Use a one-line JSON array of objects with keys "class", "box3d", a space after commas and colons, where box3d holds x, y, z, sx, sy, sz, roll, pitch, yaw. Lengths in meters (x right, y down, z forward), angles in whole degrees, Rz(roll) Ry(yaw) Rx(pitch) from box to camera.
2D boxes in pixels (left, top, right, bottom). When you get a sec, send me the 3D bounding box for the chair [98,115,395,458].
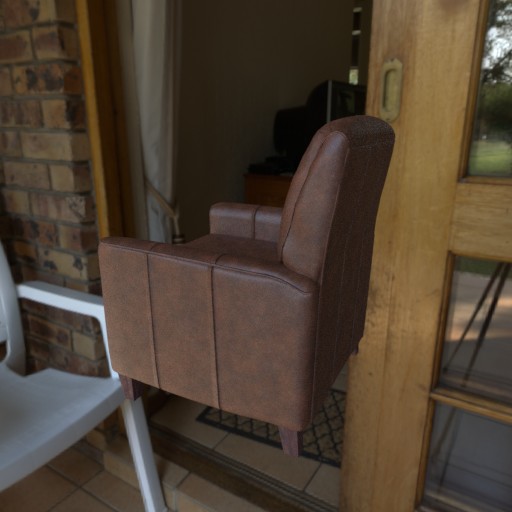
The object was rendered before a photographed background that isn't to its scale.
[{"class": "chair", "box3d": [0.000, 0.000, 1.675, 0.850, 1.010, 0.839, 8, 19, 25]}]
